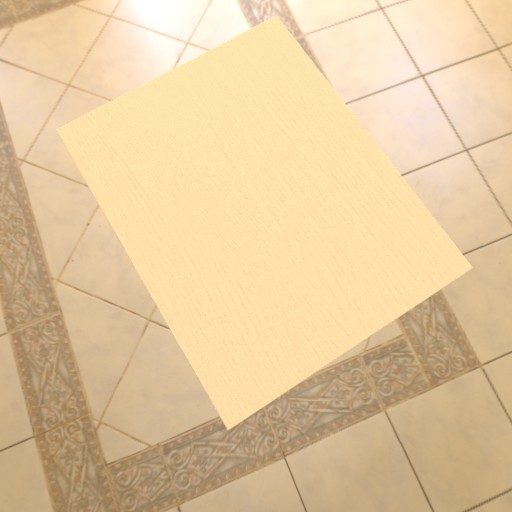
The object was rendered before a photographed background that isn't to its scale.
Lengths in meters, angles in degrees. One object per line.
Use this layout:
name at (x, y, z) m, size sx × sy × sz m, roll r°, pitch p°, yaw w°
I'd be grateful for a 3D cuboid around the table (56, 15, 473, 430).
table at (0.000, 0.000, 0.919) m, size 0.381 × 0.635 × 0.480 m, roll -31°, pitch 77°, yaw -8°
